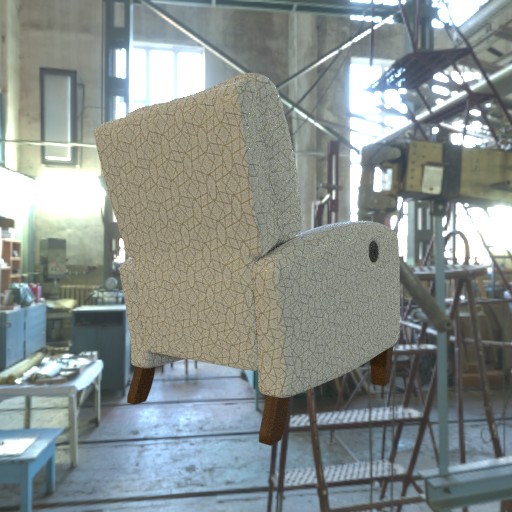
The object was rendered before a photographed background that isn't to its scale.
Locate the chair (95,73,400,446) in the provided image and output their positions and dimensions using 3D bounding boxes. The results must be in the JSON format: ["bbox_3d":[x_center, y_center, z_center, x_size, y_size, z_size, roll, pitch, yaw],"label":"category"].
[{"bbox_3d":[0.000,0.000,1.707,0.796,1.064,0.995,-1,-1,37],"label":"chair"}]
